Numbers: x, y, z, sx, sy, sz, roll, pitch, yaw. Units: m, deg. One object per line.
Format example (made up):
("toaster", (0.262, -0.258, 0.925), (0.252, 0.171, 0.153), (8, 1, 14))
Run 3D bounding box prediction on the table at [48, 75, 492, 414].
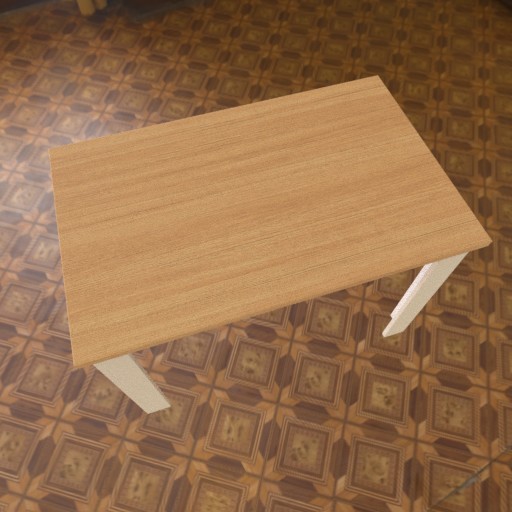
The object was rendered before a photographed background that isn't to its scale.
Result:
("table", (0.000, 0.000, 1.580), (1.100, 0.734, 0.700), (-16, 61, -9))
